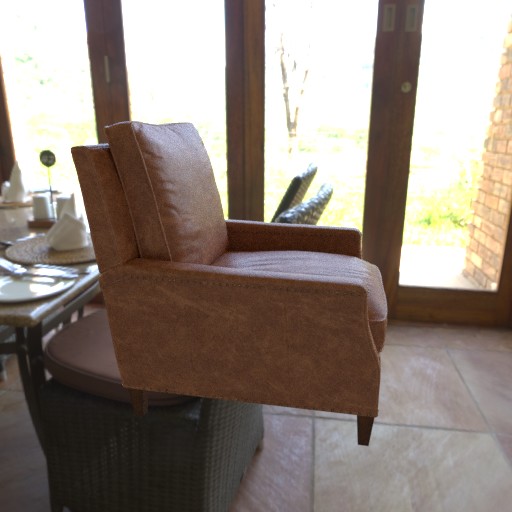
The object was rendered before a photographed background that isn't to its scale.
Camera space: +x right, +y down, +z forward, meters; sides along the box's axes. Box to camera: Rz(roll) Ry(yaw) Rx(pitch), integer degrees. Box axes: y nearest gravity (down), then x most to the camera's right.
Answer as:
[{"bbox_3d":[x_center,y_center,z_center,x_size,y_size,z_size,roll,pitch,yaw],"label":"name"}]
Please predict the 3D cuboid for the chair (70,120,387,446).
[{"bbox_3d":[0.000,0.000,1.810,1.035,1.054,0.854,3,16,11],"label":"chair"}]
